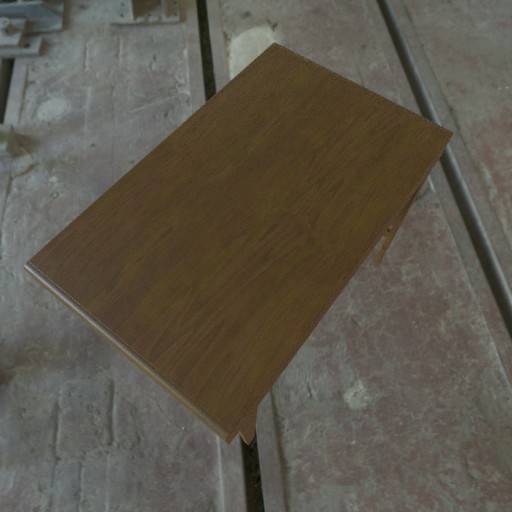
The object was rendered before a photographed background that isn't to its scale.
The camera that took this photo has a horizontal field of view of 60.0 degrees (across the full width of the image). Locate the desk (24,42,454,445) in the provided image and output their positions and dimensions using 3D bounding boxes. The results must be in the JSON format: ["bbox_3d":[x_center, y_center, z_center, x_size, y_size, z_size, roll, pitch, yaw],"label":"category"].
[{"bbox_3d":[0.000,0.000,1.538,0.660,0.754,1.066,34,68,16],"label":"desk"}]
